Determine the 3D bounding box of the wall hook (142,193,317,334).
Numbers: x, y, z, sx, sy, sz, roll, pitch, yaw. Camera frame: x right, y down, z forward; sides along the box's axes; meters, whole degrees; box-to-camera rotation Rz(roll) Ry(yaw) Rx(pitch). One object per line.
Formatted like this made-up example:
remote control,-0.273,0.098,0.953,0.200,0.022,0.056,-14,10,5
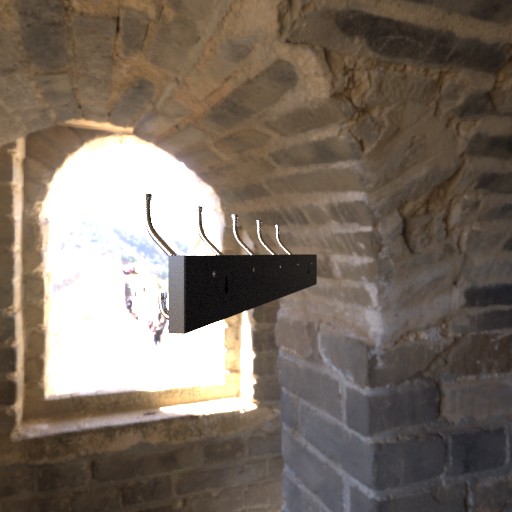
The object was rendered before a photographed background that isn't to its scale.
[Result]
wall hook,0.000,0.000,0.616,0.071,0.117,0.571,0,0,18
